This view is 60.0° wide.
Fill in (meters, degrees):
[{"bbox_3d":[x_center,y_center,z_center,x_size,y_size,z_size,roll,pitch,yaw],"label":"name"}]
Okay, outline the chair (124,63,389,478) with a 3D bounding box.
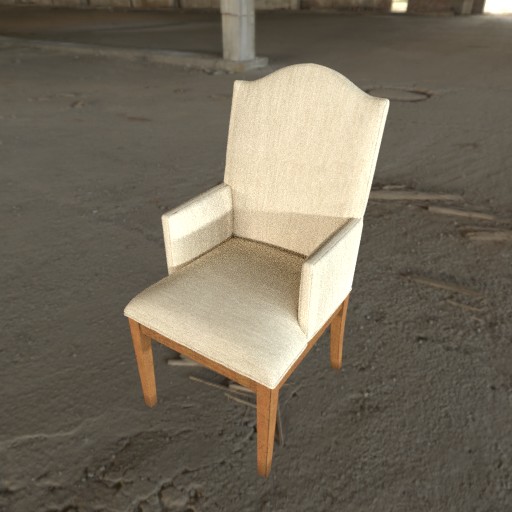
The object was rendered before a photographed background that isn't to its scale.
[{"bbox_3d":[0.000,0.000,1.348,0.533,1.016,0.641,19,36,28],"label":"chair"}]
